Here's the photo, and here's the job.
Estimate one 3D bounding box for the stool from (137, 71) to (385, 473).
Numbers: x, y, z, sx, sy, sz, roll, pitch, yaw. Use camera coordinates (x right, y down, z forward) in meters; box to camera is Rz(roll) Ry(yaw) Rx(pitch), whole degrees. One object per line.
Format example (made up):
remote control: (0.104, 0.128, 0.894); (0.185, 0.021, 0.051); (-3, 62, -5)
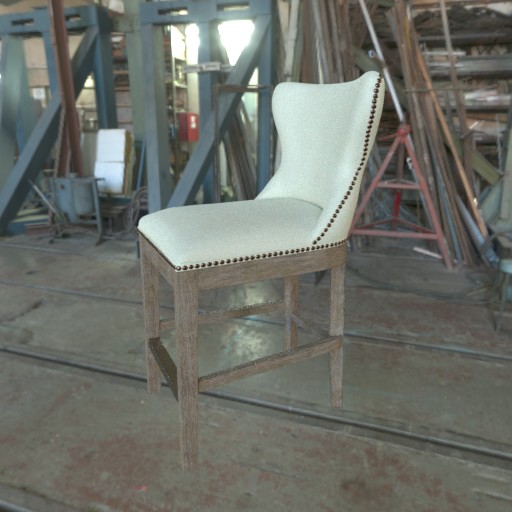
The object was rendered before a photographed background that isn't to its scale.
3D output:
stool: (0.000, 0.000, 1.291); (0.608, 0.981, 0.498); (-8, 19, -25)
